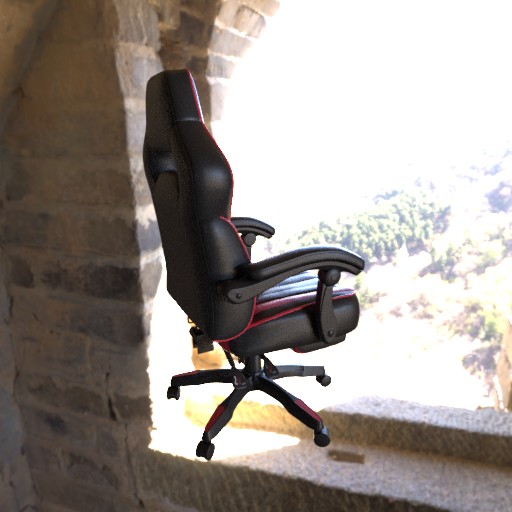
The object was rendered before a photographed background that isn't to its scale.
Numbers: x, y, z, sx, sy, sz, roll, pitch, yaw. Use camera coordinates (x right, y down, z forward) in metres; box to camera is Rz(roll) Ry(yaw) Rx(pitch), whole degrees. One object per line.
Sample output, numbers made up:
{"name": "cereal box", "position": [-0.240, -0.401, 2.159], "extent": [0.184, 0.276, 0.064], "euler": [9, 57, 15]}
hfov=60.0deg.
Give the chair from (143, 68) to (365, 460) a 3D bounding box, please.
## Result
{"name": "chair", "position": [0.000, 0.000, 1.618], "extent": [0.700, 1.220, 0.700], "euler": [-7, 16, -26]}
